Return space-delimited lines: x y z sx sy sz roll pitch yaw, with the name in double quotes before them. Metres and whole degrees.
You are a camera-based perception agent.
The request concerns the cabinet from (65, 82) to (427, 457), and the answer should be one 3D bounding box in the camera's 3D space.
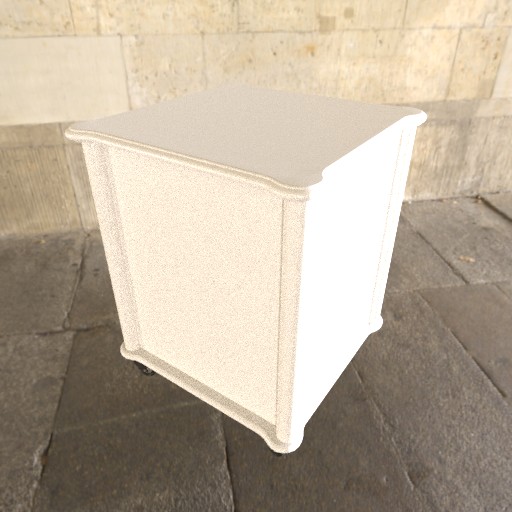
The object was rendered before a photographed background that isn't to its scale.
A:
"cabinet" 0.000 0.000 1.229 0.627 0.761 0.628 20 37 29
